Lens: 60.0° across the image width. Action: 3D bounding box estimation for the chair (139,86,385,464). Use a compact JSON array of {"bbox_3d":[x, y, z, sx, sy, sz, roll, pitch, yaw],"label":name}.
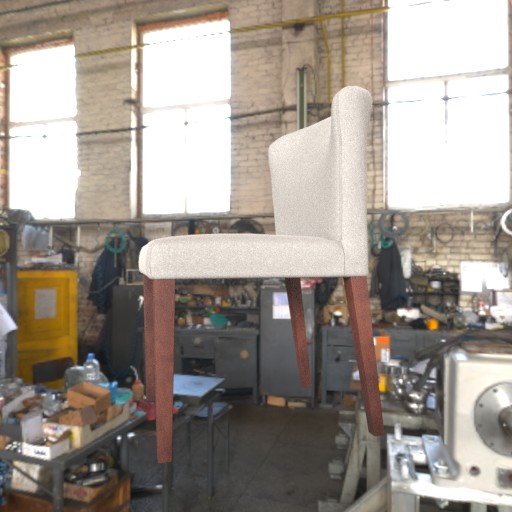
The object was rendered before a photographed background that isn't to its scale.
[{"bbox_3d":[0.000,0.000,1.177,0.592,0.839,0.491,0,-1,-17],"label":"chair"}]
